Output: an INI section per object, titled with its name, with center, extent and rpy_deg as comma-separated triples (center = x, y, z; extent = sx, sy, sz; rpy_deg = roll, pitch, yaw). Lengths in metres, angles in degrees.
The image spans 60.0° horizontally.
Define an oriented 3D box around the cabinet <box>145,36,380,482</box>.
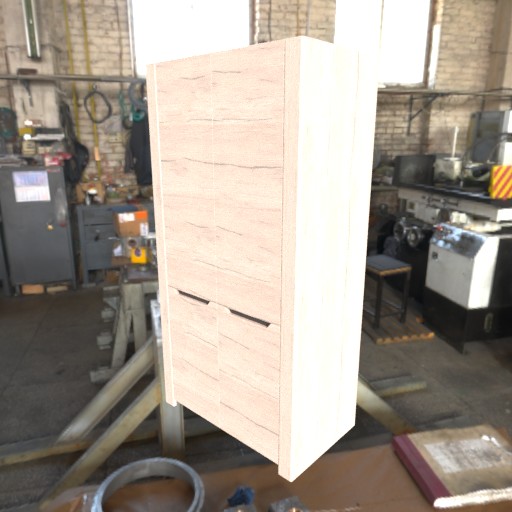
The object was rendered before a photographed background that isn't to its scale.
[cabinet]
center = 0.000, 0.000, 2.362
extent = 0.980, 1.930, 0.580
rpy_deg = 14, 20, 41
